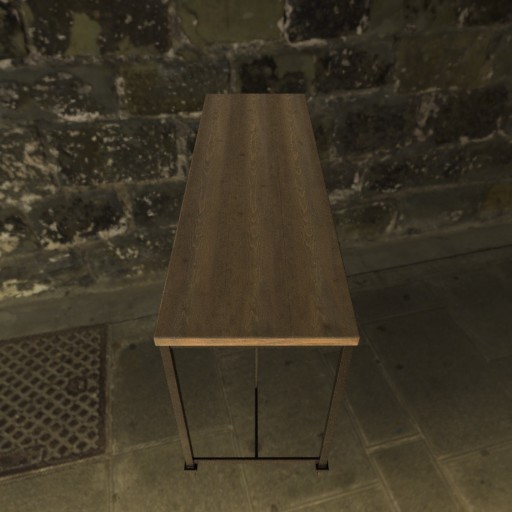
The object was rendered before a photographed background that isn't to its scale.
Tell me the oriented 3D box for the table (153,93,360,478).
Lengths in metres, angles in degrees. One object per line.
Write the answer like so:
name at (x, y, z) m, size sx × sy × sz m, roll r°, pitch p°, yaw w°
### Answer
table at (0.000, 0.000, 2.100) m, size 0.551 × 0.902 × 1.700 m, roll 0°, pitch 41°, yaw 0°
